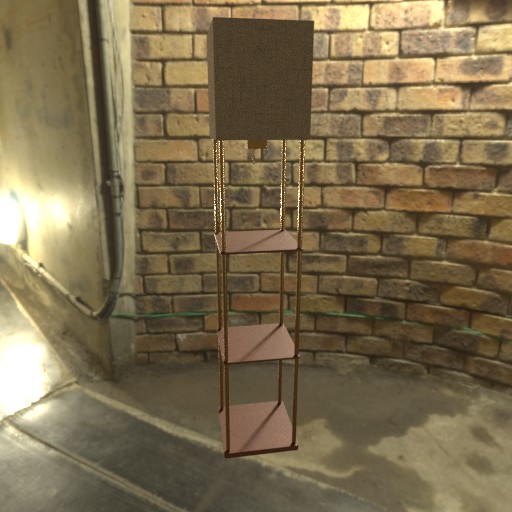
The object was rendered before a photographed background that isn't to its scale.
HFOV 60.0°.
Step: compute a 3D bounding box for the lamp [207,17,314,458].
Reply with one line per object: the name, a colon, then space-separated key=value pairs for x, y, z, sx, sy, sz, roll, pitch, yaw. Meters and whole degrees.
lamp: x=0.000 y=0.000 z=1.694 sx=0.308 sy=1.569 sz=0.310 roll=-3 pitch=17 yaw=-9
